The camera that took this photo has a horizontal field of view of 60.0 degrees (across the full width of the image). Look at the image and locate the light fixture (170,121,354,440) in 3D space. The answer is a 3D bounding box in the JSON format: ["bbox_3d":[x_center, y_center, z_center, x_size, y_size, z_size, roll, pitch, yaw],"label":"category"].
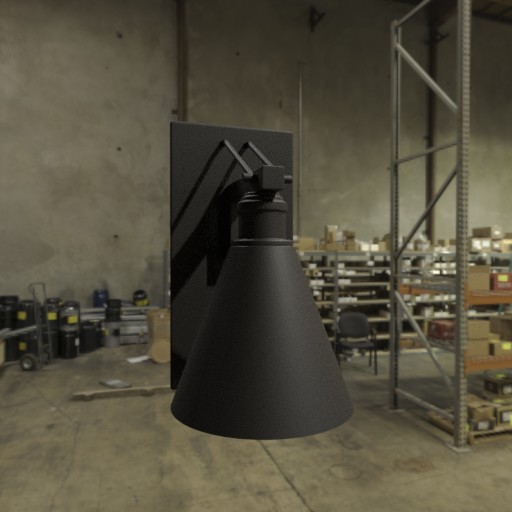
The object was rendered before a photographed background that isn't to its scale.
[{"bbox_3d":[0.000,0.000,0.436,0.170,0.298,0.207,0,0,-18],"label":"light fixture"}]
